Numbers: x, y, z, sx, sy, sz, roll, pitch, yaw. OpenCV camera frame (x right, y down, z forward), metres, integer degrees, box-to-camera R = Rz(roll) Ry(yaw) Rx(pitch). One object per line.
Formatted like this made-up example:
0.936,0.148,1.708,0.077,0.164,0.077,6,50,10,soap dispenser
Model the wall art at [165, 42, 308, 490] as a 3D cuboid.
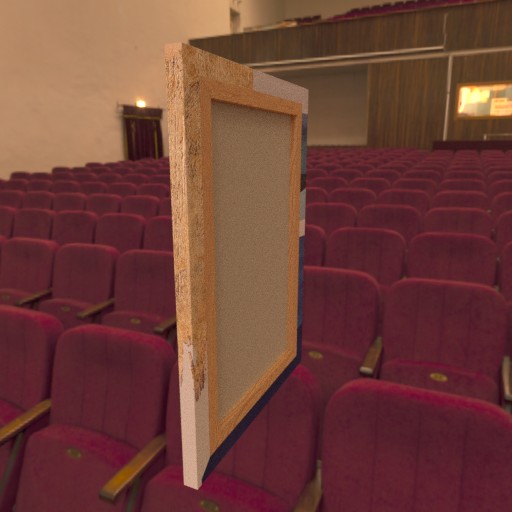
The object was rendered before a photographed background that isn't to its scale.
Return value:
0.000,0.000,0.794,0.026,0.613,0.458,6,15,24,wall art
